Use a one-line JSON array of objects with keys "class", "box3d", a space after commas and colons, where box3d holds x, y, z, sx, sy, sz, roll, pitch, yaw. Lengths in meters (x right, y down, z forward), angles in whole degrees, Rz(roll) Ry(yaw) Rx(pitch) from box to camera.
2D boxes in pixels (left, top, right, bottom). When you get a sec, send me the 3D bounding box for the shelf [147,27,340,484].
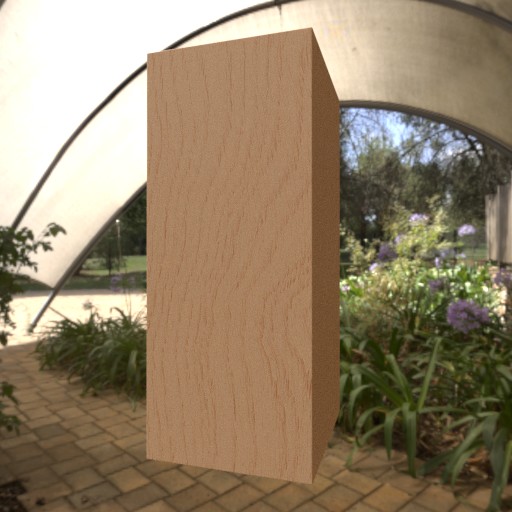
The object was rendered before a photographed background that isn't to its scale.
[{"class": "shelf", "box3d": [0.000, 0.000, 0.756, 0.250, 0.600, 0.290, 0, 0, 18]}]
